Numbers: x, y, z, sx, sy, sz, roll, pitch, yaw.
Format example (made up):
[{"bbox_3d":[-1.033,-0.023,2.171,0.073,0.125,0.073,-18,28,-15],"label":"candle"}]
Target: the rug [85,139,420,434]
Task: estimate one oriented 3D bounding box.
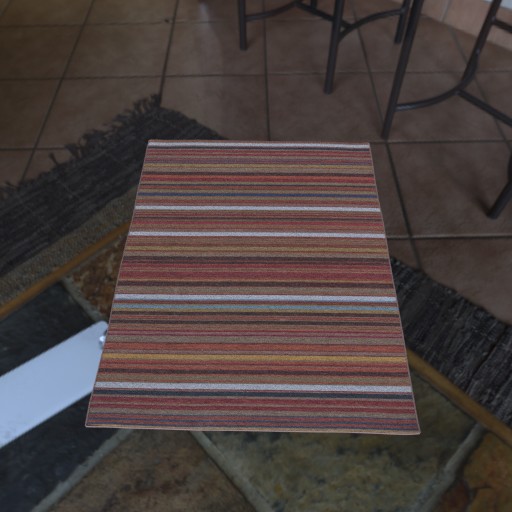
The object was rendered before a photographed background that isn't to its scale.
[{"bbox_3d":[0.000,0.000,4.102,2.479,0.023,3.092,1,56,1],"label":"rug"}]
